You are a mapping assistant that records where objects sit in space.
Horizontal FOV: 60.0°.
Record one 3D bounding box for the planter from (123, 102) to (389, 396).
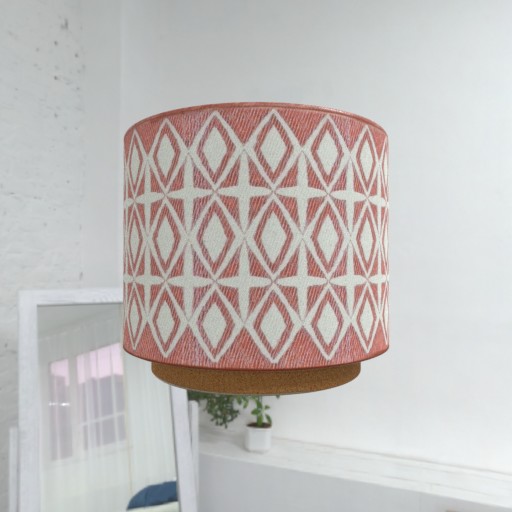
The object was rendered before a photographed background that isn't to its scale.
[{"bbox_3d":[0.000,0.000,0.476,0.273,0.237,0.273,0,-1,0],"label":"planter"}]
